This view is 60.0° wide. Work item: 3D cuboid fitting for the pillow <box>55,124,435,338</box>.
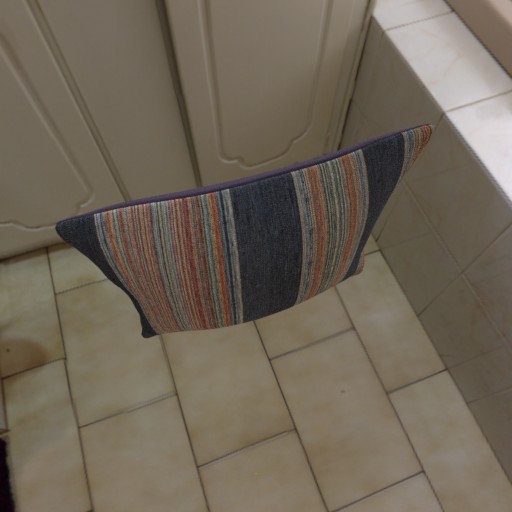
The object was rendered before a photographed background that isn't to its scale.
[{"bbox_3d":[0.000,0.000,0.660,0.437,0.419,0.136,-16,65,-8],"label":"pillow"}]
